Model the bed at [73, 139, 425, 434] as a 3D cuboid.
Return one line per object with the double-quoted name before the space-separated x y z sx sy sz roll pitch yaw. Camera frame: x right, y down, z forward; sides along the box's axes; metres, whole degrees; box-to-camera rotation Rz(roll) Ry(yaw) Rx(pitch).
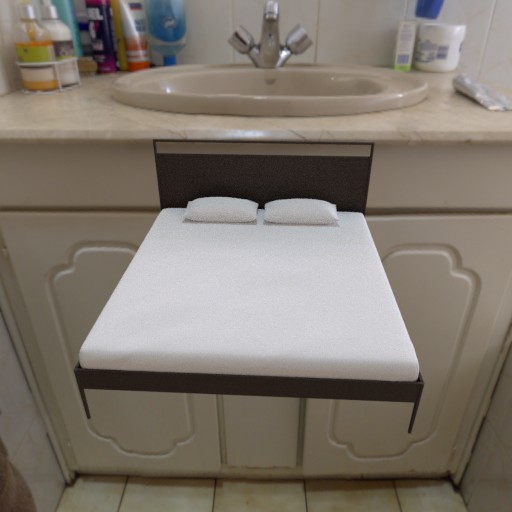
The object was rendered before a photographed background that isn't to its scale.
"bed" 0.000 0.000 3.346 1.993 1.173 2.151 2 30 3
